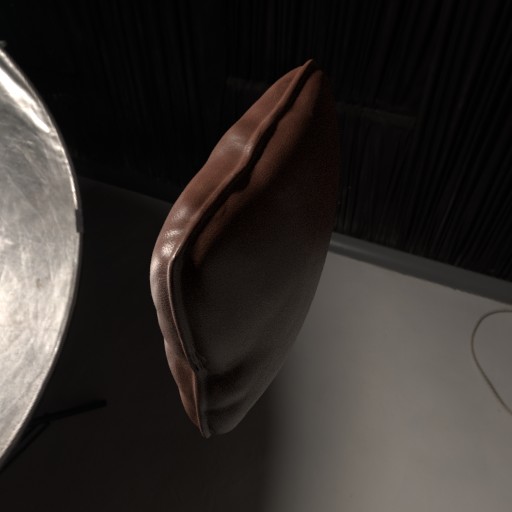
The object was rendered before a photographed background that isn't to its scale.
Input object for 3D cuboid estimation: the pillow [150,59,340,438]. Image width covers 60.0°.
[{"bbox_3d":[0.000,0.000,0.806,0.236,0.523,0.532,17,51,14],"label":"pillow"}]
